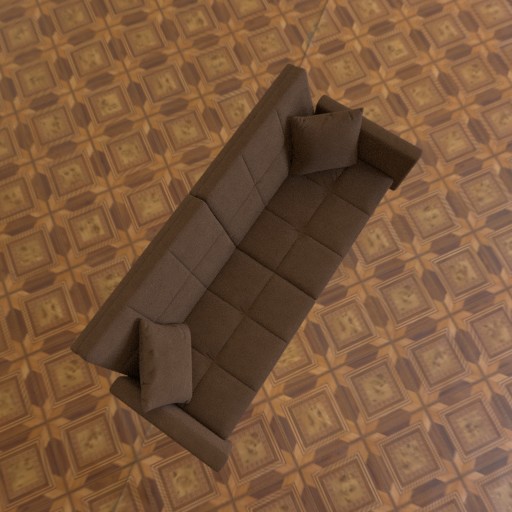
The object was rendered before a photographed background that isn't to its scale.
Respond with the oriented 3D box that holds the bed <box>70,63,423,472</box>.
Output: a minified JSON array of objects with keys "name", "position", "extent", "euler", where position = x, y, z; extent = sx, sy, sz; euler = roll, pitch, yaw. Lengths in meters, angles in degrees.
[{"name":"bed","position":[0.000,0.000,2.362],"extent":[0.889,0.787,1.905],"euler":[33,77,8]}]
